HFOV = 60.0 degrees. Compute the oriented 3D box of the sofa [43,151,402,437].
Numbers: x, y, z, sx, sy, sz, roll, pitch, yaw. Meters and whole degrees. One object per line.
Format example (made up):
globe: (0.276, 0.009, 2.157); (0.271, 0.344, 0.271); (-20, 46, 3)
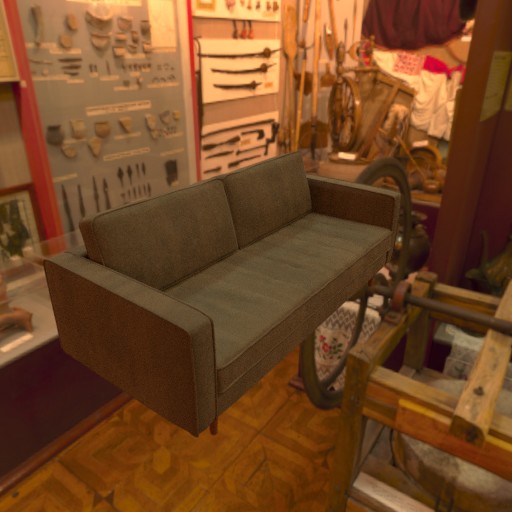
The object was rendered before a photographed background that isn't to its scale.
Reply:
sofa: (0.000, 0.000, 2.431); (0.924, 0.825, 1.920); (18, 31, 33)
